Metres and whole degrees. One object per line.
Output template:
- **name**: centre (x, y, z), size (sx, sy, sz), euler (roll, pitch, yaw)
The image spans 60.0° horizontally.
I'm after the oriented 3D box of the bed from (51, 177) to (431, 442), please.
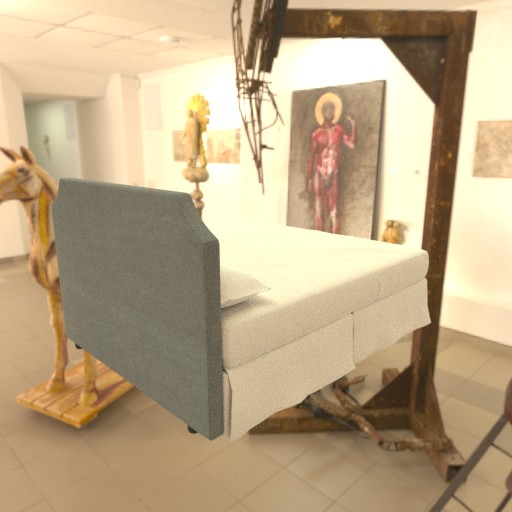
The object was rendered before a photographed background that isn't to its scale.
- **bed**: centre (0.000, 0.000, 3.591), size (2.464, 1.306, 1.977), euler (-14, 20, -43)
